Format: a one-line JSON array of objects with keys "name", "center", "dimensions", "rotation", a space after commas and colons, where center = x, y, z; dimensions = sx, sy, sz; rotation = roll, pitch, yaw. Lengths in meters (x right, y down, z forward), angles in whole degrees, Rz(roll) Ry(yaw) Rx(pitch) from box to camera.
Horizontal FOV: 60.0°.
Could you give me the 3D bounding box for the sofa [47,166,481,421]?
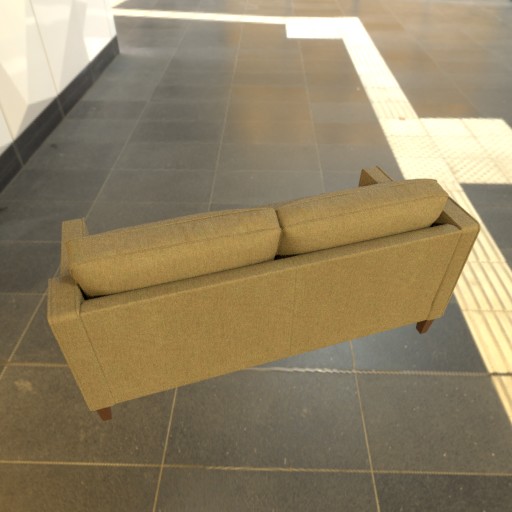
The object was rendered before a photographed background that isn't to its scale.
[{"name": "sofa", "center": [0.000, 0.000, 2.711], "dimensions": [2.181, 1.074, 1.073], "rotation": [-12, 42, -14]}]
